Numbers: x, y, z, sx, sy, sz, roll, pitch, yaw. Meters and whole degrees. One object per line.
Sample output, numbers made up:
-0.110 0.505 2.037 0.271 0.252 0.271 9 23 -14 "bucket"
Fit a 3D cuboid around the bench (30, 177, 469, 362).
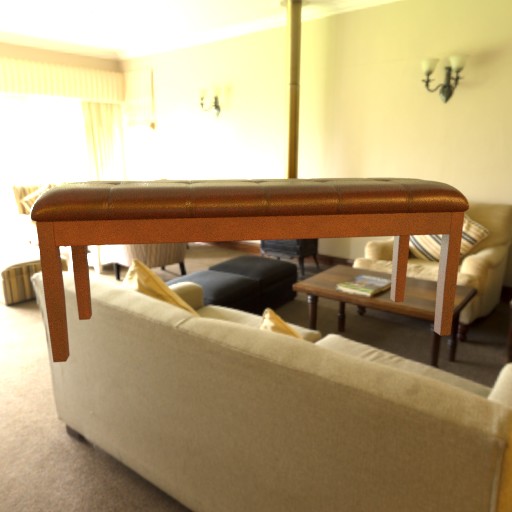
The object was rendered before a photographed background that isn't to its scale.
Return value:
0.000 0.000 1.470 1.259 0.491 0.401 -2 14 -9 "bench"
